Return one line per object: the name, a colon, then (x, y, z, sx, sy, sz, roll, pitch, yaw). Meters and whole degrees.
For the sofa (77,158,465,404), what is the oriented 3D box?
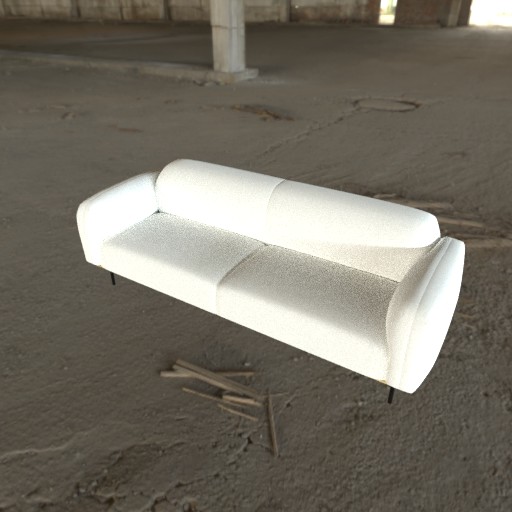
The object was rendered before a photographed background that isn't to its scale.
sofa: (0.000, 0.000, 2.709, 2.280, 0.780, 0.870, 18, 35, 27)
